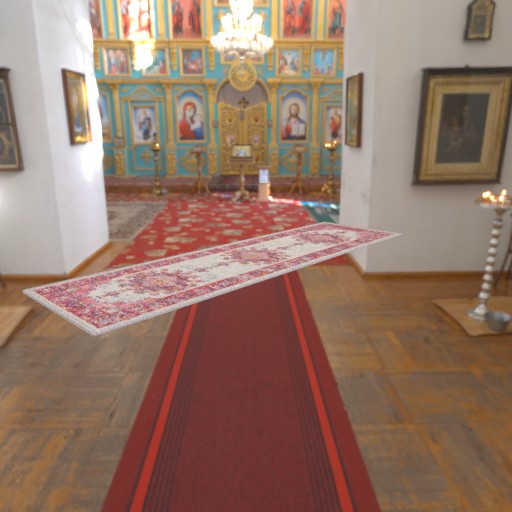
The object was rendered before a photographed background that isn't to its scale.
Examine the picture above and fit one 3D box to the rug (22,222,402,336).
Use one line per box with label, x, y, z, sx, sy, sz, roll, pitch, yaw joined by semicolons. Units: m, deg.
rug;0.000;0.000;2.530;0.666;0.011;2.294;14;20;42
